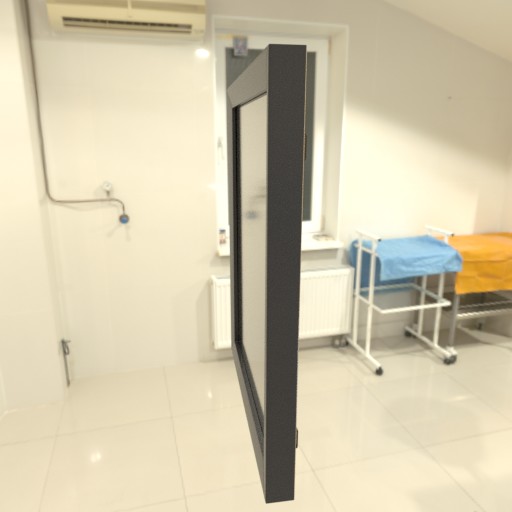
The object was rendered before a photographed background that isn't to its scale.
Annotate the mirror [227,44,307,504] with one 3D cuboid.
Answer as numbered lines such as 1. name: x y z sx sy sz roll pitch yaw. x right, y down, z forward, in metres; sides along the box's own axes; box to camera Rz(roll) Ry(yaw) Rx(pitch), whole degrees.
1. mirror: 0.000 0.000 0.663 0.041 0.508 0.405 -2 15 -9
